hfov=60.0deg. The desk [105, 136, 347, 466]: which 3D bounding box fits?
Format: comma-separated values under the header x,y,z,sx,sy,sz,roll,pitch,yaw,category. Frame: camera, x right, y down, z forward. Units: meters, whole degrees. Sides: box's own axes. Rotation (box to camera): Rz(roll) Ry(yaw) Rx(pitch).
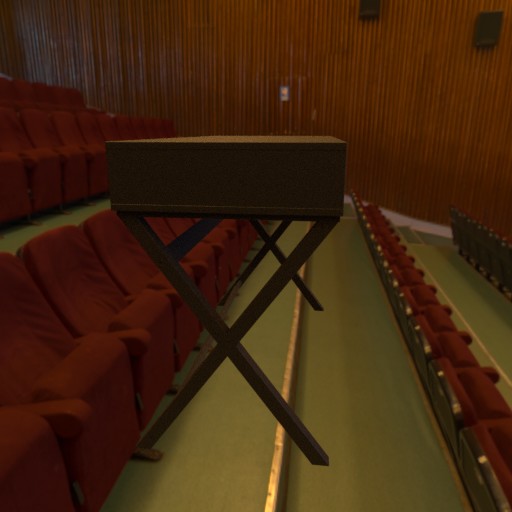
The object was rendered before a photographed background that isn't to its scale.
x,y,z,sx,sy,sz,roll,pitch,yaw,category
0.000,0.000,1.516,0.504,0.780,1.057,2,16,7,desk
